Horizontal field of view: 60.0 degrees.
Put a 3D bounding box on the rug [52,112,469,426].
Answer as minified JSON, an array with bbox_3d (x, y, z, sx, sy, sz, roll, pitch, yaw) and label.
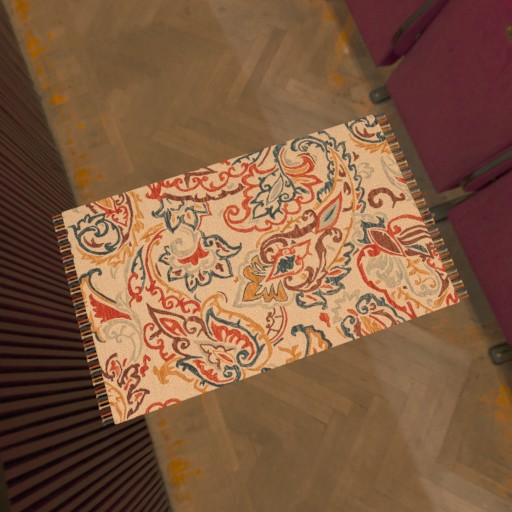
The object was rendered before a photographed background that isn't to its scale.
[{"bbox_3d":[0.000,0.000,3.118,2.584,0.010,1.523,-18,77,-4],"label":"rug"}]
